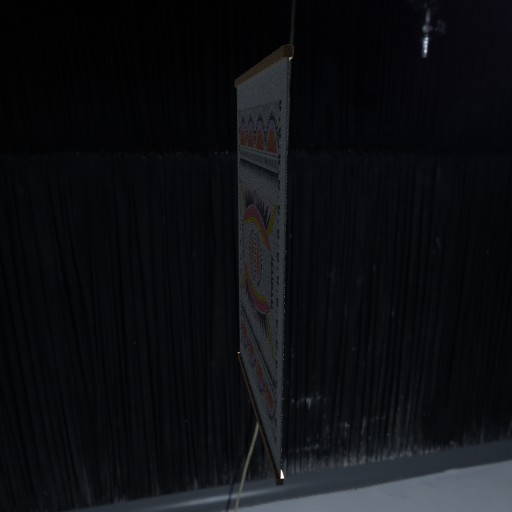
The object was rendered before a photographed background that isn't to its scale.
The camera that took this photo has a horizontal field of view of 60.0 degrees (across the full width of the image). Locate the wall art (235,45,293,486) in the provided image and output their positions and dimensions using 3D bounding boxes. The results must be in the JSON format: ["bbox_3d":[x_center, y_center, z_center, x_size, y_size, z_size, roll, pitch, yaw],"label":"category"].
[{"bbox_3d":[0.000,0.000,1.944,0.028,1.533,0.999,-3,16,-10],"label":"wall art"}]
